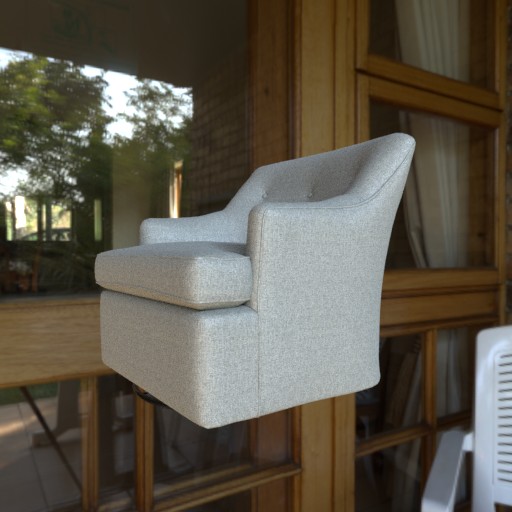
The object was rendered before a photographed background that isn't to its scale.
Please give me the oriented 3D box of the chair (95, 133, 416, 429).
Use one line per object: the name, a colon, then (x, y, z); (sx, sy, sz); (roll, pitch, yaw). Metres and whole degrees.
chair: (0.000, 0.000, 1.575); (0.923, 0.856, 0.864); (-1, 1, -36)
